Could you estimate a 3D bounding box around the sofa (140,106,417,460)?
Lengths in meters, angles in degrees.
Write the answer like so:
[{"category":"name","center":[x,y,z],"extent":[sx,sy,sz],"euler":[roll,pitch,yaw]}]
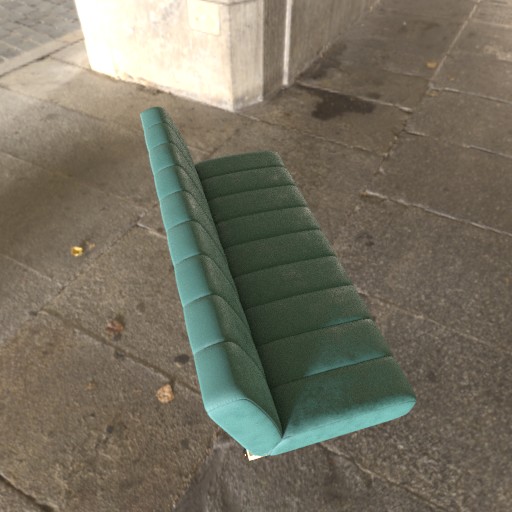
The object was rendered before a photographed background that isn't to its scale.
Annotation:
[{"category":"sofa","center":[0.000,0.000,2.227],"extent":[0.830,0.820,1.810],"euler":[-12,48,-11]}]
